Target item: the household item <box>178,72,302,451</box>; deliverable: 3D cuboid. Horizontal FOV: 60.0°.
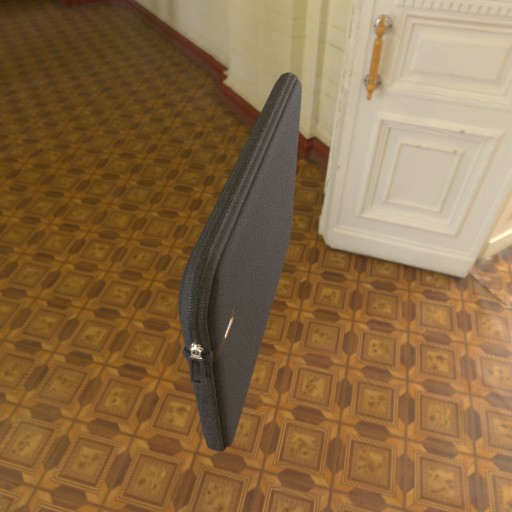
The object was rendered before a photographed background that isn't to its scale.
[{"bbox_3d":[0.000,0.000,0.526,0.030,0.305,0.396,10,47,10],"label":"household item"}]
